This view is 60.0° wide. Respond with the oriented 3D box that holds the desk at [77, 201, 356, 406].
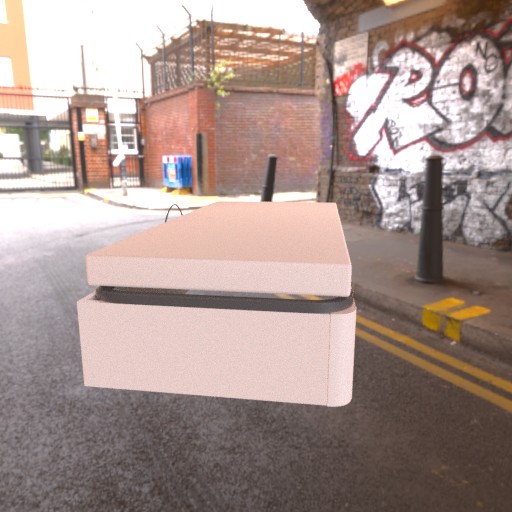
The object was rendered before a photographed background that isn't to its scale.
[{"bbox_3d":[0.000,0.000,2.307,0.900,0.526,1.900,2,13,8],"label":"desk"}]
